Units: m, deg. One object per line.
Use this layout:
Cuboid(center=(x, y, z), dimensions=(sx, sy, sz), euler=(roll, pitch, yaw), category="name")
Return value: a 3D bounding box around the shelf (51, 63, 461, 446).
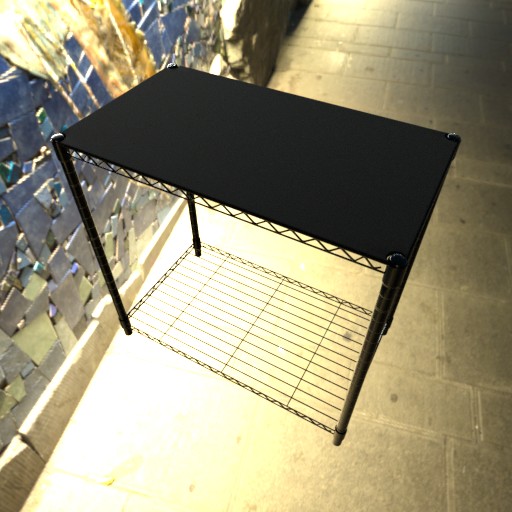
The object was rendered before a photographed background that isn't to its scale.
Cuboid(center=(0.000, 0.000, 0.924), dimensions=(0.589, 0.564, 0.338), euler=(22, 50, 20), category="shelf")
